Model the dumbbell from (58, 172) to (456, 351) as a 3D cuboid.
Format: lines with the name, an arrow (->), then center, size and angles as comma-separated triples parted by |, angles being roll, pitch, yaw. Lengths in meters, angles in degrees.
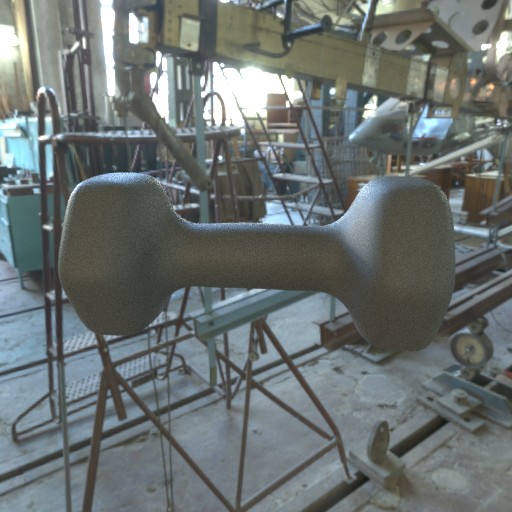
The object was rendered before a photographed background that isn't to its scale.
dumbbell -> 0.000, 0.000, 0.228 | 0.184, 0.081, 0.090 | 2, 17, 7
